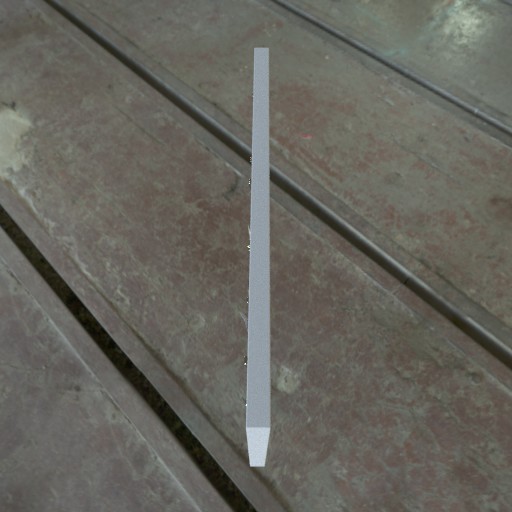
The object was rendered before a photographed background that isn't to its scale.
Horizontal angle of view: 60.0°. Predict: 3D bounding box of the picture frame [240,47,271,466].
[{"bbox_3d":[0.000,0.000,0.792,0.044,0.379,0.647,1,59,0],"label":"picture frame"}]
